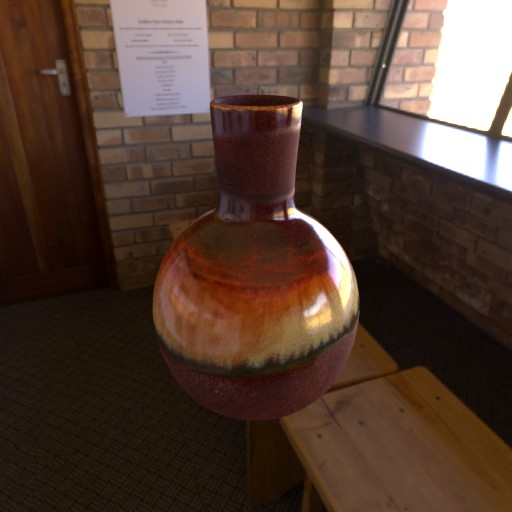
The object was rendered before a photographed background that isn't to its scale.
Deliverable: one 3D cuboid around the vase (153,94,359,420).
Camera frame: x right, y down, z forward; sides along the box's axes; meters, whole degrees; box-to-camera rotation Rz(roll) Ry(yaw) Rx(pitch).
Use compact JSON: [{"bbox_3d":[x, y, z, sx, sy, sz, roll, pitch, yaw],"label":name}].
[{"bbox_3d":[0.000,0.000,0.231,0.111,0.154,0.111,0,27,0],"label":"vase"}]
